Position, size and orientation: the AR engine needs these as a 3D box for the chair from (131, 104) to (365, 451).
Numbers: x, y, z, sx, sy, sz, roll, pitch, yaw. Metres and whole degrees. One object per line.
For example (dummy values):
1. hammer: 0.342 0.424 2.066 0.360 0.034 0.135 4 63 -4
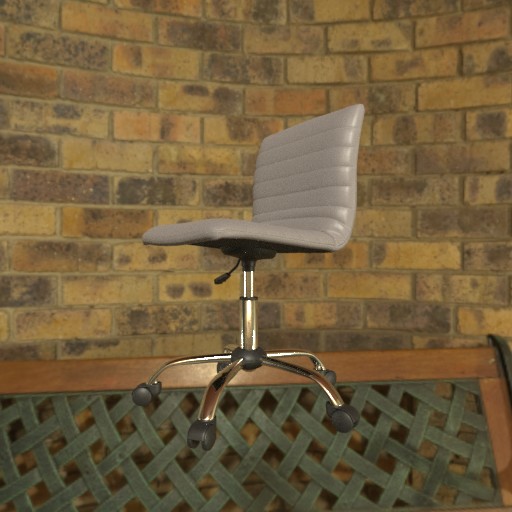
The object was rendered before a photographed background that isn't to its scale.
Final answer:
1. chair: 0.000 0.000 1.130 0.542 0.750 0.569 0 0 -35
